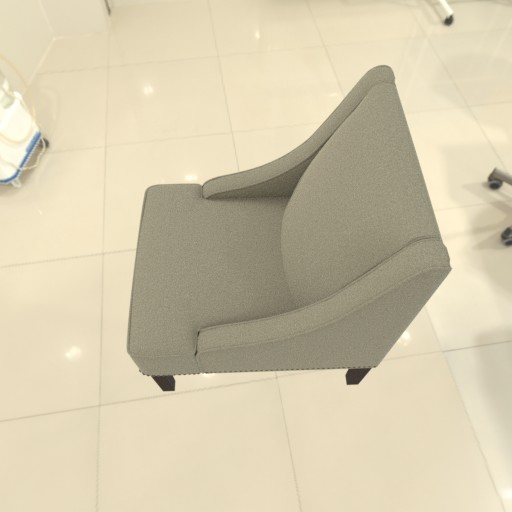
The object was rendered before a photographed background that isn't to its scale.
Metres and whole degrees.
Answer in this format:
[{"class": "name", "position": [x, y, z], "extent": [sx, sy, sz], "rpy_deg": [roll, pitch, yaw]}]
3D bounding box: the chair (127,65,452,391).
[{"class": "chair", "position": [0.000, 0.000, 1.338], "extent": [0.737, 0.864, 0.610], "rpy_deg": [-2, 59, -1]}]
